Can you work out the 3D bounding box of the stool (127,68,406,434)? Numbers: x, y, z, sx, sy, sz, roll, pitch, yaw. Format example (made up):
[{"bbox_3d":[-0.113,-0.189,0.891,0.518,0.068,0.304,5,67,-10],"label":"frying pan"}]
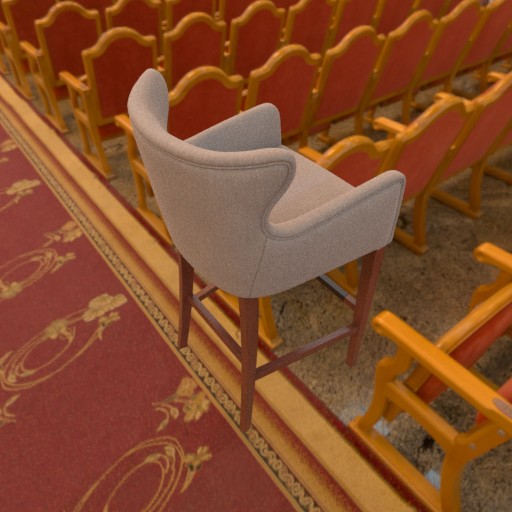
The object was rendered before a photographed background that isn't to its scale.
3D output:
[{"bbox_3d":[0.000,0.000,1.381,0.575,1.047,0.575,-26,48,-26],"label":"stool"}]
